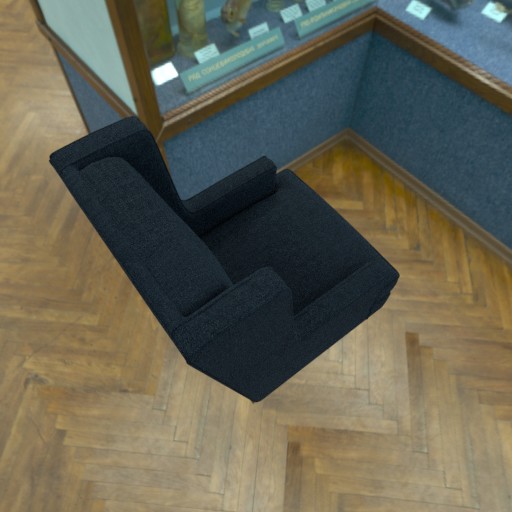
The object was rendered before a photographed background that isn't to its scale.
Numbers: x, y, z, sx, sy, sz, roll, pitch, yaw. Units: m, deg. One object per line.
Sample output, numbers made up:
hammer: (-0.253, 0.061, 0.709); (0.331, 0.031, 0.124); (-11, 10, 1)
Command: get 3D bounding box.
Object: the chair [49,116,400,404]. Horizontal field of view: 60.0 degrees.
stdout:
chair: (0.000, 0.000, 1.711); (0.947, 1.072, 0.764); (-33, 64, -18)
